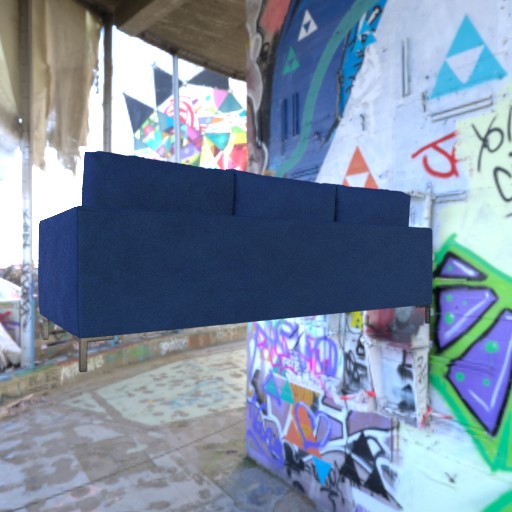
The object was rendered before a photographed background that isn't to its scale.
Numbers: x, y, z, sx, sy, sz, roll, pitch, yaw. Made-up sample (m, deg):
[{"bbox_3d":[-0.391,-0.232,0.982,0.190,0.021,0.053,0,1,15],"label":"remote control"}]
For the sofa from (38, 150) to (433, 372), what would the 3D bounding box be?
[{"bbox_3d":[0.000,0.000,2.622,2.252,0.879,0.875,0,0,-35],"label":"sofa"}]
